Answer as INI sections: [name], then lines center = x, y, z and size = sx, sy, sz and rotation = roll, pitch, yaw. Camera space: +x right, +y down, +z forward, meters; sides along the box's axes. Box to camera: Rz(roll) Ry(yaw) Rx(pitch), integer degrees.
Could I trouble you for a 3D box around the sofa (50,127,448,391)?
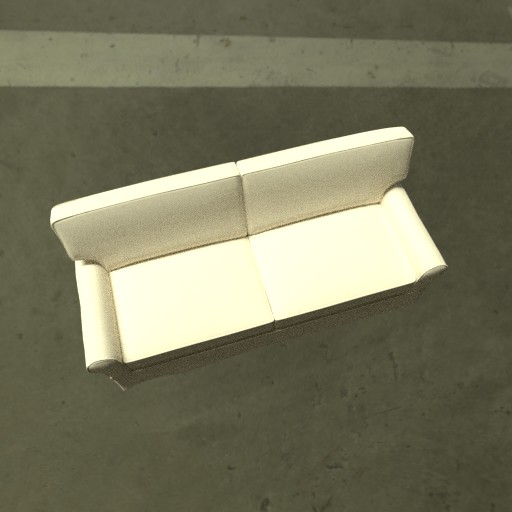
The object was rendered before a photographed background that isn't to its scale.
[sofa]
center = 0.000, 0.000, 2.561
size = 2.021, 0.937, 0.862
rotation = -15, 64, -7
